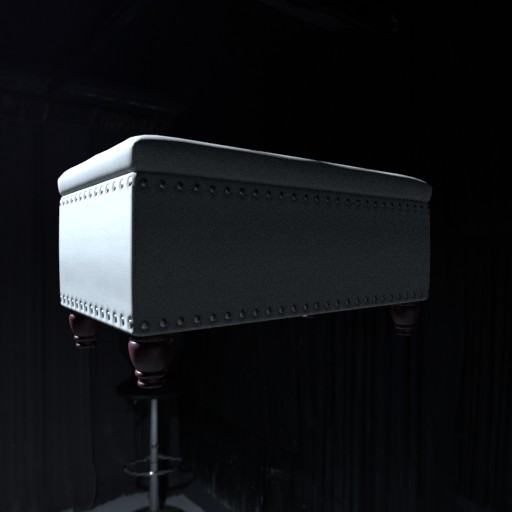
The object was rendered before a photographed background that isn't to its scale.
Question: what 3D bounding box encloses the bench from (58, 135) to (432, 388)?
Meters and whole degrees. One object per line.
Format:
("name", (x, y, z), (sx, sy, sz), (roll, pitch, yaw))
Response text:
("bench", (0.000, 0.000, 1.190), (0.887, 0.449, 0.500), (-1, 1, -37))
